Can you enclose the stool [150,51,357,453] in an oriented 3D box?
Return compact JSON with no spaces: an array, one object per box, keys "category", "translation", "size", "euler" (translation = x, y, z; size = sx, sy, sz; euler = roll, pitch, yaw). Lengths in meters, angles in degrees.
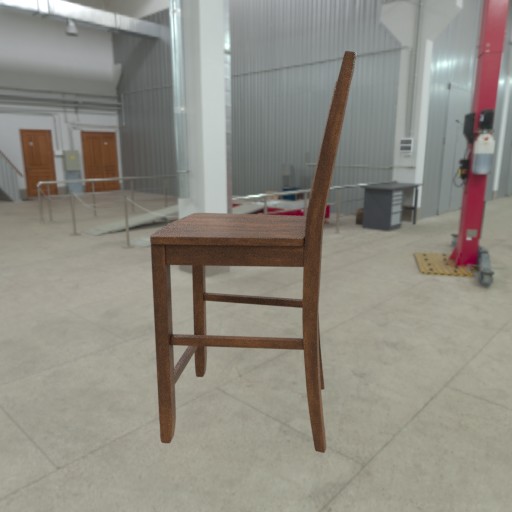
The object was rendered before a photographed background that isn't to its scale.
[{"category":"stool","translation":[0.000,0.000,1.376],"size":[0.539,1.079,0.462],"euler":[2,14,7]}]
